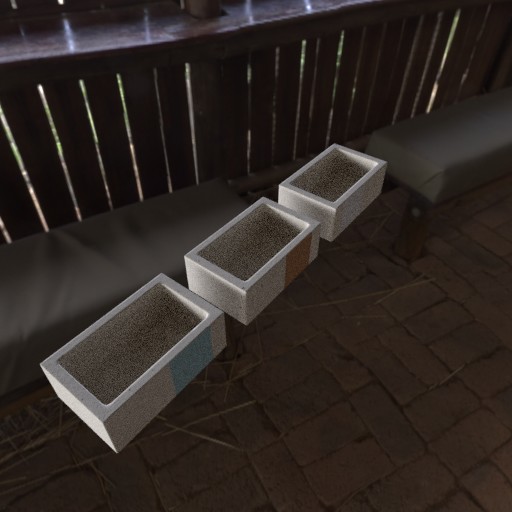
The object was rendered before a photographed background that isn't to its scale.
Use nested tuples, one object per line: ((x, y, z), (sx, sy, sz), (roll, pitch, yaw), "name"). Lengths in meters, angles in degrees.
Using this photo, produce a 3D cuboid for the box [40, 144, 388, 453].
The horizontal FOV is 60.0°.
((0.000, 0.000, 0.489), (0.082, 0.051, 0.461), (28, 50, 27), "box")
